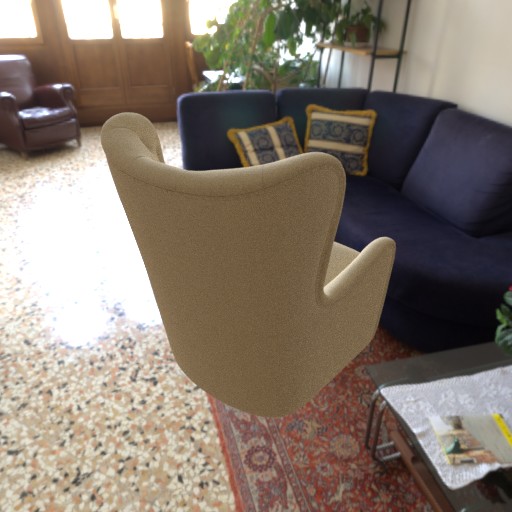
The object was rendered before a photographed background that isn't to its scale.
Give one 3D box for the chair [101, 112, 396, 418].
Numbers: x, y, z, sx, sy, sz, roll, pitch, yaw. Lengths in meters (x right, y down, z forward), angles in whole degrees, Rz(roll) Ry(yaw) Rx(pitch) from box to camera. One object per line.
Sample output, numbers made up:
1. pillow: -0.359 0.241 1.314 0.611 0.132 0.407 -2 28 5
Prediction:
1. chair: 0.000 0.000 1.746 0.831 1.079 0.929 22 36 33
